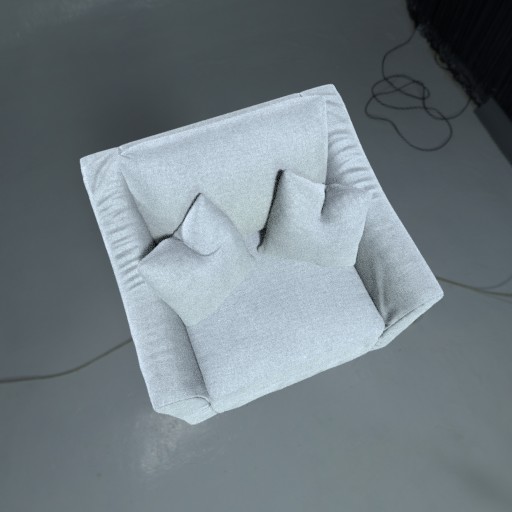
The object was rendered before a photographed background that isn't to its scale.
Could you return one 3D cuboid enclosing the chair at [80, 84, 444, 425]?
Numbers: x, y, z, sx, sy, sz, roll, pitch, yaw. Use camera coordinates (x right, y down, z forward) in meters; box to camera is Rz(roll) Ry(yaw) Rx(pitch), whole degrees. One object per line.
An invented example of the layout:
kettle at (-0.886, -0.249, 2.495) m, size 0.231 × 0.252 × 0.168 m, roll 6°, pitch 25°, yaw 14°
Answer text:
chair at (0.000, 0.000, 2.035) m, size 1.194 × 1.059 × 1.071 m, roll -20°, pitch 66°, yaw -9°
